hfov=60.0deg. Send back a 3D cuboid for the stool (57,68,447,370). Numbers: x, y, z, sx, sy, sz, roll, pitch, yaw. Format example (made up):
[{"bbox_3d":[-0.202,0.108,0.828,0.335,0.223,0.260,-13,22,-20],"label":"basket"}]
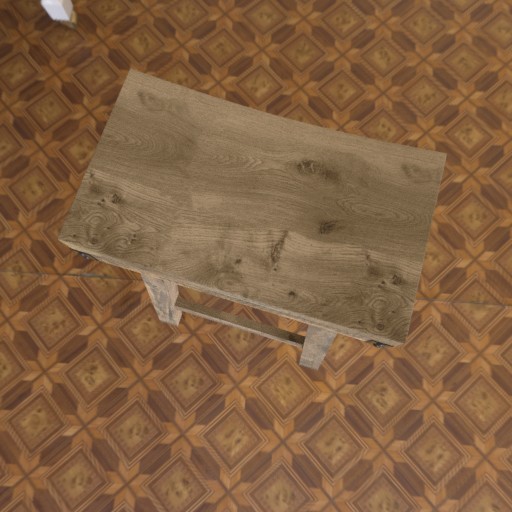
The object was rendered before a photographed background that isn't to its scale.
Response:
[{"bbox_3d":[0.000,0.000,0.868,0.450,0.635,0.330,16,77,4],"label":"stool"}]
